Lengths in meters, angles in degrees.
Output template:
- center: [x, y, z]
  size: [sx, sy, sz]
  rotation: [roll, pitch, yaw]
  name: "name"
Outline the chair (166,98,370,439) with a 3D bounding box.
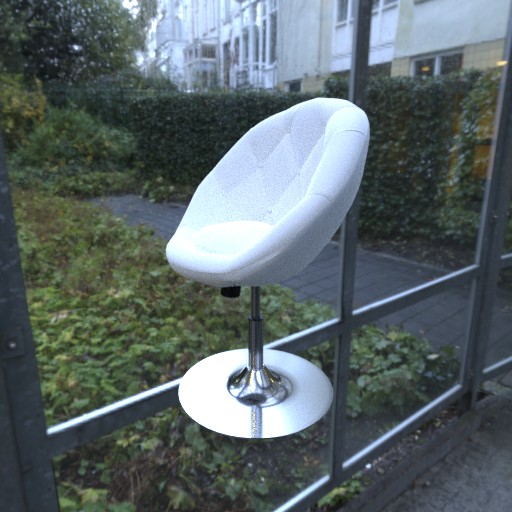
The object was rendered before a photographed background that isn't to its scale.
- center: [0.000, 0.000, 1.853]
  size: [0.736, 1.261, 0.940]
  rotation: [-8, 18, -25]
  name: "chair"
